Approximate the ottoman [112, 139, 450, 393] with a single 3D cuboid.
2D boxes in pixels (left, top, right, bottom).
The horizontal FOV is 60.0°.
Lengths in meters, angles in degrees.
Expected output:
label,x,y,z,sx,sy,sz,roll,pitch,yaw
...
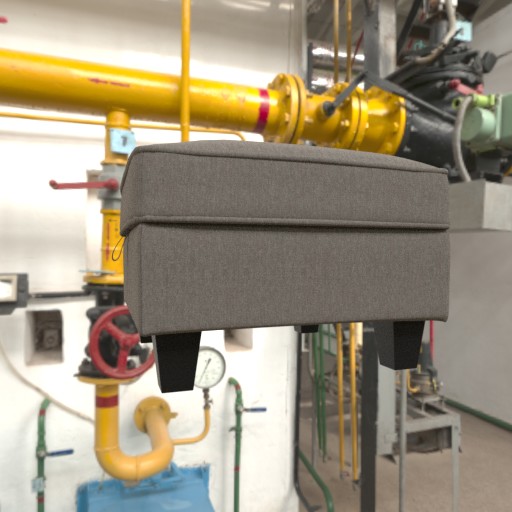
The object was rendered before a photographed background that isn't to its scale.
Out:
label,x,y,z,sx,sy,sz,roll,pitch,yaw
ottoman,0.000,0.000,1.406,0.871,0.612,0.808,0,0,-19
